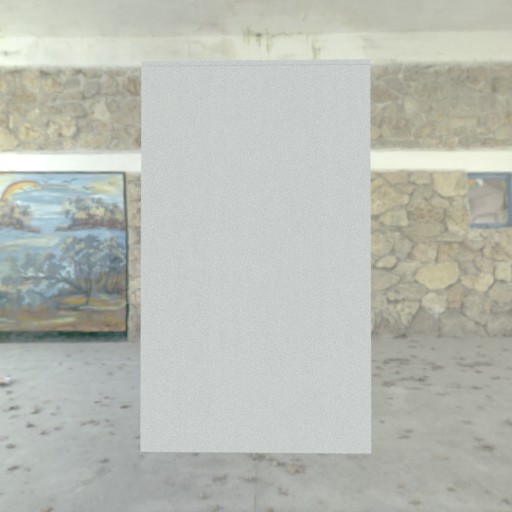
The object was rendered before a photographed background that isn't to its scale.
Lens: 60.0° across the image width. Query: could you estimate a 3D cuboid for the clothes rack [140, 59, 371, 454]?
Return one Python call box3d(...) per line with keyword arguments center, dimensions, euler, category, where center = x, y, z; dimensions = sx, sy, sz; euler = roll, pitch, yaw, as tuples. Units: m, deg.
box3d(center=(0.000, 0.000, 1.569), dimensions=(0.750, 1.280, 0.250), euler=(0, 0, 1), category="clothes rack")
